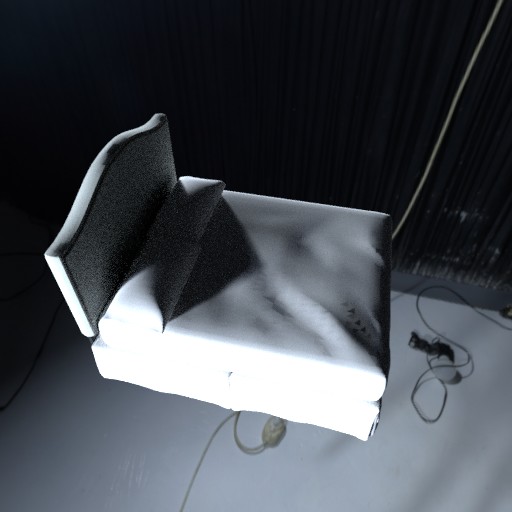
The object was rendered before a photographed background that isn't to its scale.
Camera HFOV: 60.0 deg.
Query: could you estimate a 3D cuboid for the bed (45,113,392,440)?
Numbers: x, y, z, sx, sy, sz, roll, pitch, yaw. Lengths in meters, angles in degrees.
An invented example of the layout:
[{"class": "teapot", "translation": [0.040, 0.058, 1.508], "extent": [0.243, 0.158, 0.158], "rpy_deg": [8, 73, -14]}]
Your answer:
[{"class": "bed", "translation": [0.000, 0.000, 3.415], "extent": [2.180, 1.607, 1.813], "rpy_deg": [9, 46, 9]}]
